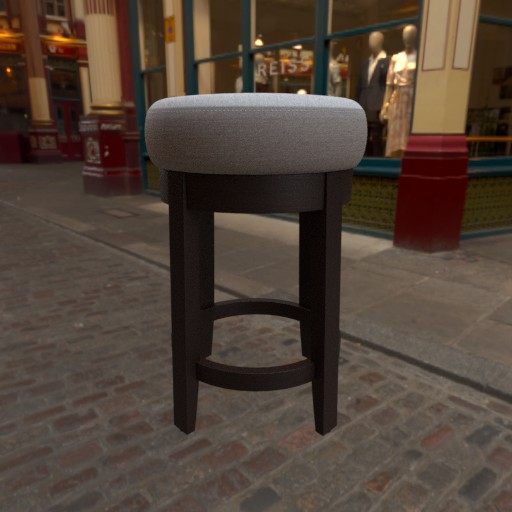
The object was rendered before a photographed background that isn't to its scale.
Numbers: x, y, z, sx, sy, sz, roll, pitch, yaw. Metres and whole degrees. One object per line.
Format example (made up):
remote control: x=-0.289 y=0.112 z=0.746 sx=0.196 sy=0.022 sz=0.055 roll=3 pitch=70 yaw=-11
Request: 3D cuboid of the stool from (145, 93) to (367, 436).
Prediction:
stool: x=0.000 y=0.000 z=0.979 sx=0.443 sy=0.672 sz=0.443 roll=0 pitch=16 yaw=0
